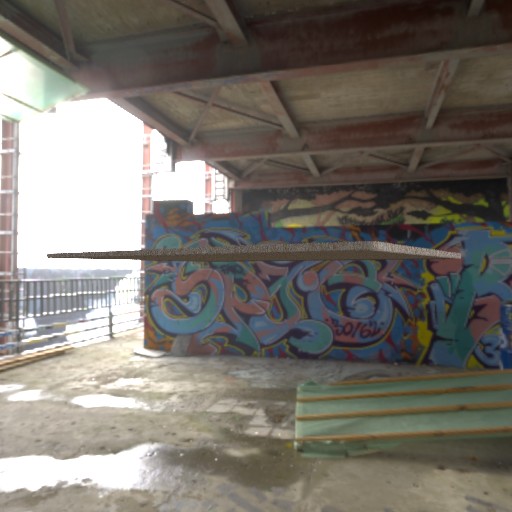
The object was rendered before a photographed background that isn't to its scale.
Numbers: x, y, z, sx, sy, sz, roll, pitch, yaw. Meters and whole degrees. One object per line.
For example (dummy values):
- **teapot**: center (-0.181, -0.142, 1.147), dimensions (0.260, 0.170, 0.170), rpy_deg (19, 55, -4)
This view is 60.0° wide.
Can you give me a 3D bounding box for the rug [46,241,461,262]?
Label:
- **rug**: center (0.000, 0.000, 2.114), dimensions (1.600, 0.027, 1.200), rpy_deg (-1, -2, 35)
